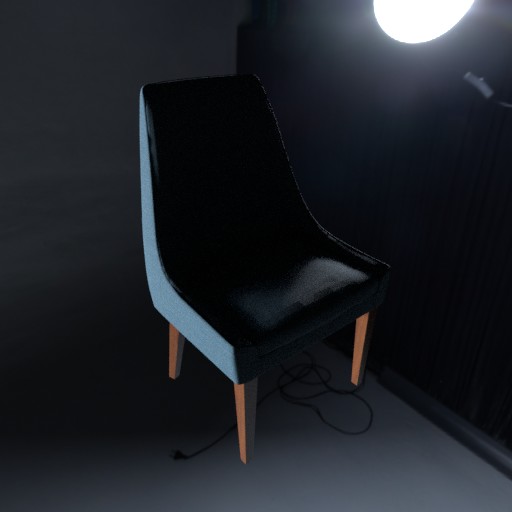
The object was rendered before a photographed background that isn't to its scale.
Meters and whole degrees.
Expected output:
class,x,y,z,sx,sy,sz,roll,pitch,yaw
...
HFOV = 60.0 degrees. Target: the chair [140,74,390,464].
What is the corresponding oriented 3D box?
class,x,y,z,sx,sy,sz,roll,pitch,yaw
chair,0.000,0.000,1.207,0.529,0.861,0.544,-21,36,-33
